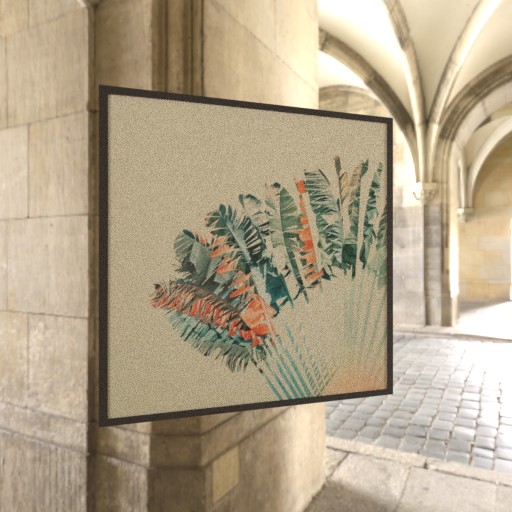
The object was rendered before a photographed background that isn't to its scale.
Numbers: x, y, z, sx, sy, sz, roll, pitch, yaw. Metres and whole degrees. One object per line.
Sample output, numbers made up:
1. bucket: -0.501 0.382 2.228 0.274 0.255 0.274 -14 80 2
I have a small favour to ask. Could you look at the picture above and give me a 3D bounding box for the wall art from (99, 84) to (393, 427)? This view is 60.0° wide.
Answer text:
1. wall art: 0.000 0.000 0.453 0.302 0.300 0.036 0 0 -18
